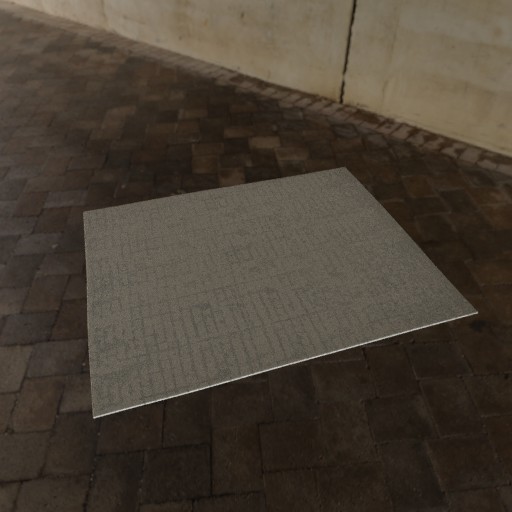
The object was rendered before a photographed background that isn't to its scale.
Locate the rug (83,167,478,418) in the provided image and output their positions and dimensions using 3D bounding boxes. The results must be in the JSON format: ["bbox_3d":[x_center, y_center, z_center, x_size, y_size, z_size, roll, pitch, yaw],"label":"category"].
[{"bbox_3d":[0.000,0.000,4.159,3.061,0.014,2.447,-12,43,-13],"label":"rug"}]
